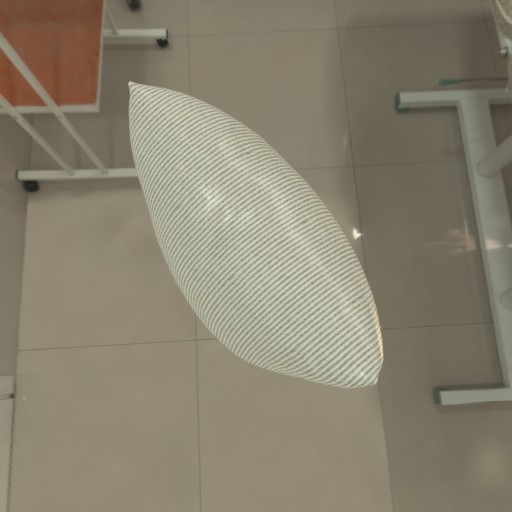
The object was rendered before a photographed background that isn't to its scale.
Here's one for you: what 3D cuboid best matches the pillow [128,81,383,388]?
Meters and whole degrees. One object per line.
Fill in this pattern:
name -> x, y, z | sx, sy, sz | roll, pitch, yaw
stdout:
pillow -> 0.000, 0.000, 0.695 | 0.310, 0.432, 0.387 | -3, 77, -1
